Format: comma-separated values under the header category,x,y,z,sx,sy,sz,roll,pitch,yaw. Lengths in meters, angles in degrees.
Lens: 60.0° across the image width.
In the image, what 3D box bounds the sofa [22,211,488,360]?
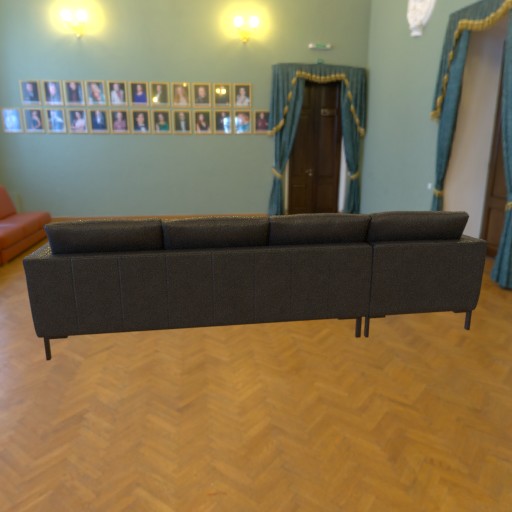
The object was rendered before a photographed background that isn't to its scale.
category,x,y,z,sx,sy,sz,roll,pitch,yaw
sofa,0.000,0.000,3.539,2.993,0.859,1.471,-2,15,-9
